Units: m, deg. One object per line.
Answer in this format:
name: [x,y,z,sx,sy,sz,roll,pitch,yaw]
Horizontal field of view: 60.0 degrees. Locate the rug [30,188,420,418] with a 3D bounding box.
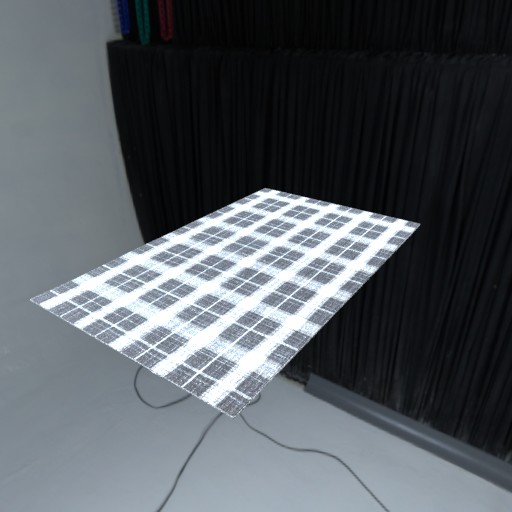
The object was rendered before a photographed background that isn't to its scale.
rug: [0.000,0.000,3.070,1.520,0.015,2.434,18,33,31]
